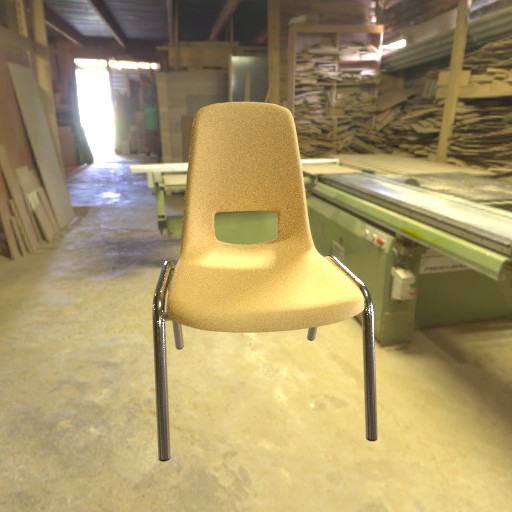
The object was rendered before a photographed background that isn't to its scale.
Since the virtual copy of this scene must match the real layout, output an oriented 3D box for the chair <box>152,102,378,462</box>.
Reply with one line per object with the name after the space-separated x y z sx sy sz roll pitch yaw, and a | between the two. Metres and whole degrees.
0.000 0.000 0.802 0.354 0.536 0.385 -2 18 -7 | chair
